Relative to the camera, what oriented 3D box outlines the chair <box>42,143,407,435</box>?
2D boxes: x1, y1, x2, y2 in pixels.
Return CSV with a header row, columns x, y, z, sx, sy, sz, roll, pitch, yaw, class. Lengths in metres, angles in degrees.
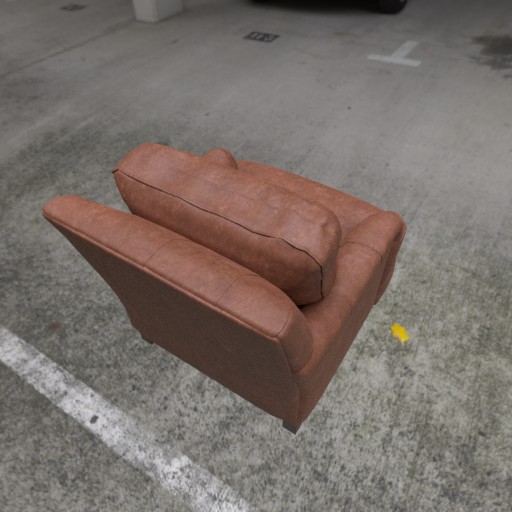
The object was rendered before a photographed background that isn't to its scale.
x,y,z,sx,sy,sz,roll,pitch,yaw,class
0.000,0.000,1.881,0.986,1.055,1.158,25,51,22,chair
